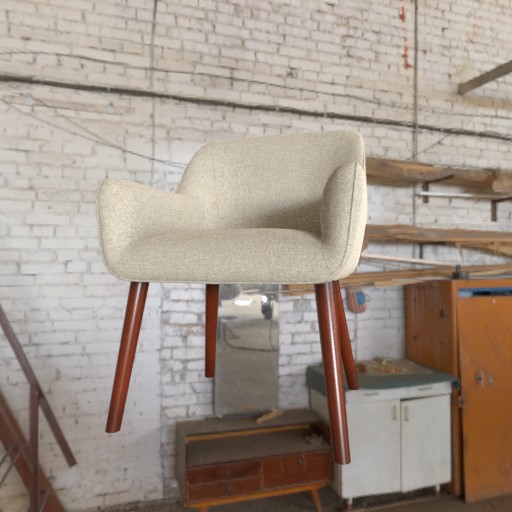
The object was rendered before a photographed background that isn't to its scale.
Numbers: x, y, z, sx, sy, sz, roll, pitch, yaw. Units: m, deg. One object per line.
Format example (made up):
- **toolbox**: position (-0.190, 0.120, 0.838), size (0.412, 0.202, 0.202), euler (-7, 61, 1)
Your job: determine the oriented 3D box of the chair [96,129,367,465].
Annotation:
- **chair**: position (0.000, 0.000, 1.213), size (0.610, 0.813, 0.610), euler (0, -1, 17)
